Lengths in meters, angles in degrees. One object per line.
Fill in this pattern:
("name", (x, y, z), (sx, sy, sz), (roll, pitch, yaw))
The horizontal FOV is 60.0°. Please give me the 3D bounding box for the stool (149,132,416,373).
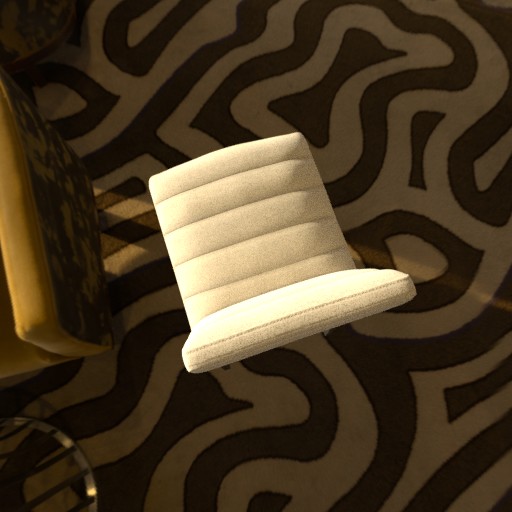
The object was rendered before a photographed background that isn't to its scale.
("stool", (0.000, 0.000, 1.306), (0.459, 0.971, 0.567), (-18, 76, -5))
